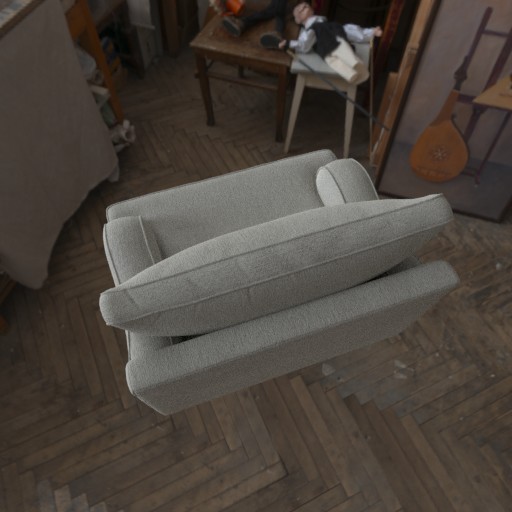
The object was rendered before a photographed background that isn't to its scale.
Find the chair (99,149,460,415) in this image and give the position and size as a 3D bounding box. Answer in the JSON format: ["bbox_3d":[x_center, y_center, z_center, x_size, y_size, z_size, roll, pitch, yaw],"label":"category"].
[{"bbox_3d":[0.000,0.000,1.971,1.220,1.016,1.041,-17,59,-10],"label":"chair"}]
